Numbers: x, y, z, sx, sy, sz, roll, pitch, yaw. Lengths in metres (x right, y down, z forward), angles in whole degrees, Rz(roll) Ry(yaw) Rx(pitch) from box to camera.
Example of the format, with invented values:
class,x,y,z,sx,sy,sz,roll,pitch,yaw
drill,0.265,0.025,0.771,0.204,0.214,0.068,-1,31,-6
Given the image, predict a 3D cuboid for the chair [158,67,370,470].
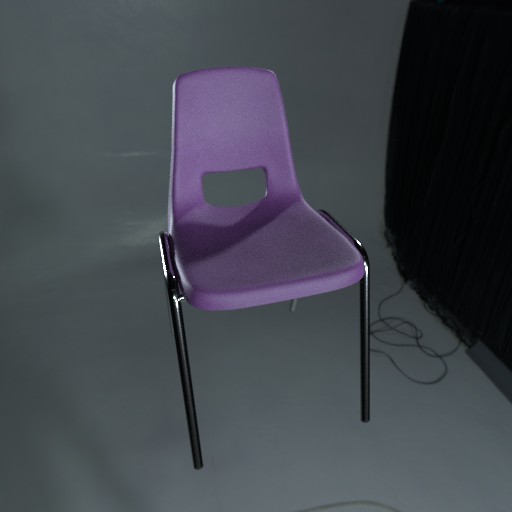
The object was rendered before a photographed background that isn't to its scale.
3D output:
class,x,y,z,sx,sy,sz,roll,pitch,yaw
chair,0.000,0.000,0.901,0.381,0.654,0.432,-9,33,-15
